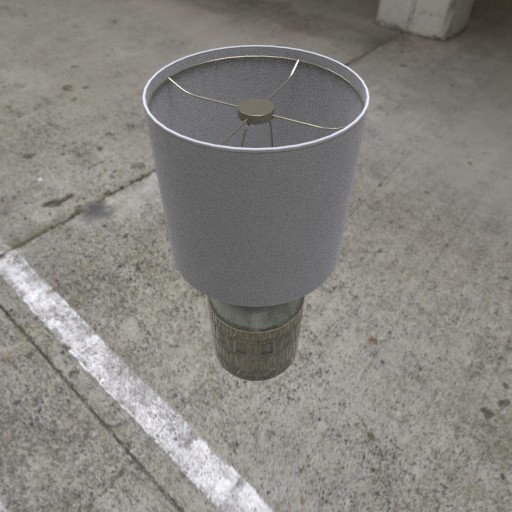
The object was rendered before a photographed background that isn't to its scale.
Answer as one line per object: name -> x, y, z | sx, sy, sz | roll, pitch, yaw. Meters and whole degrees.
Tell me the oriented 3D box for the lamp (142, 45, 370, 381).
lamp -> 0.000, 0.000, 0.581 | 0.211, 0.455, 0.211 | 32, 54, 27
